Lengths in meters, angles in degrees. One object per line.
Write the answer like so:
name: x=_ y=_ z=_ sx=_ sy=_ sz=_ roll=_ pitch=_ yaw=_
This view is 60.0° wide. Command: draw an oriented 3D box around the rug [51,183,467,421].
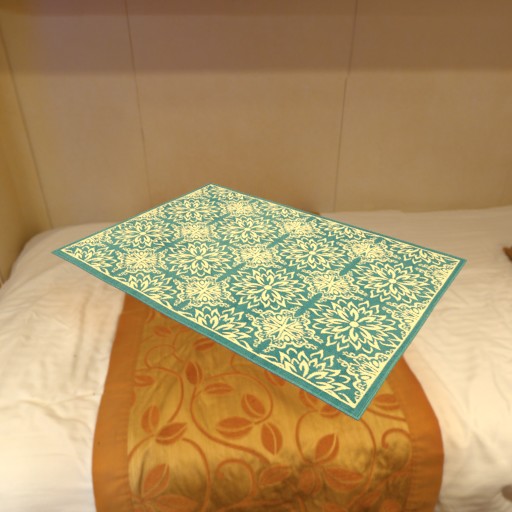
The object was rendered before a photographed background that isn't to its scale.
rug: x=0.000 y=0.000 z=2.868 sx=2.205 sy=0.012 sz=1.554 roll=21 pitch=37 yaw=31
